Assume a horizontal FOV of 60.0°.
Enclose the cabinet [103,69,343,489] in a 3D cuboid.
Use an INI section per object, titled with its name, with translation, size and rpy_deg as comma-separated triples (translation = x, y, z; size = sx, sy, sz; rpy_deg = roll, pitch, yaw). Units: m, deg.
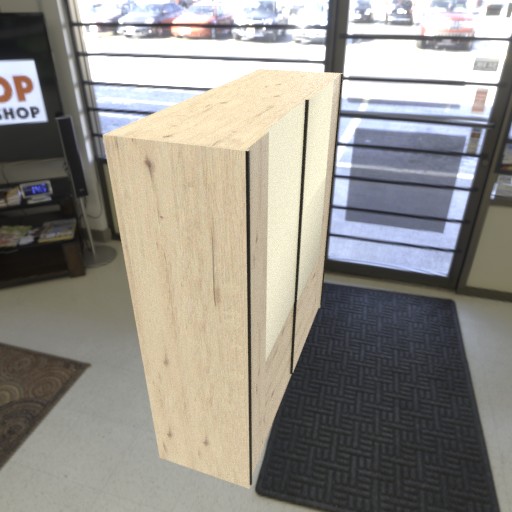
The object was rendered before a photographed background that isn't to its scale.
[cabinet]
translation = 0.000, 0.000, 3.146
size = 0.660, 2.180, 2.000
rpy_deg = 10, 32, 17
